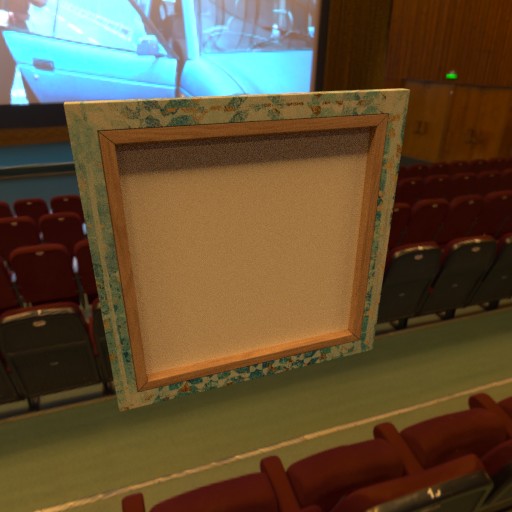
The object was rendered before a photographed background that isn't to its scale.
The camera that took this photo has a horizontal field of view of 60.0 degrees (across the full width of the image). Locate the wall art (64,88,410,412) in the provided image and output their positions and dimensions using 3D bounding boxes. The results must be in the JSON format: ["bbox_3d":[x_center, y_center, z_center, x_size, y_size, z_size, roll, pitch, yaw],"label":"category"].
[{"bbox_3d":[0.000,0.000,1.335,0.916,0.916,0.040,-9,27,-18],"label":"wall art"}]
